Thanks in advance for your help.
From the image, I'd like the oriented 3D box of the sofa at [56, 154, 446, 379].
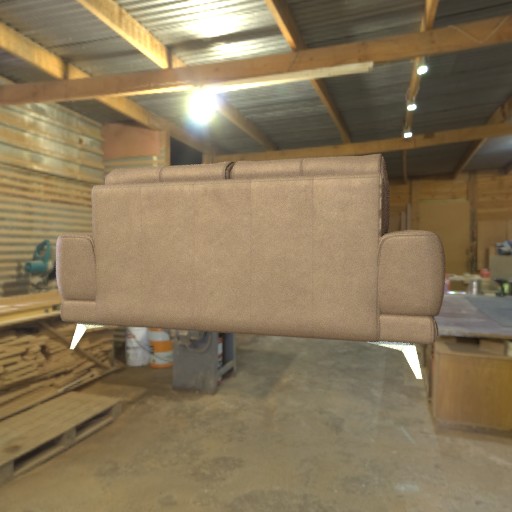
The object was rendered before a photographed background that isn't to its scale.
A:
[{"bbox_3d":[0.000,0.000,2.381,1.806,0.907,1.018,1,2,17],"label":"sofa"}]
